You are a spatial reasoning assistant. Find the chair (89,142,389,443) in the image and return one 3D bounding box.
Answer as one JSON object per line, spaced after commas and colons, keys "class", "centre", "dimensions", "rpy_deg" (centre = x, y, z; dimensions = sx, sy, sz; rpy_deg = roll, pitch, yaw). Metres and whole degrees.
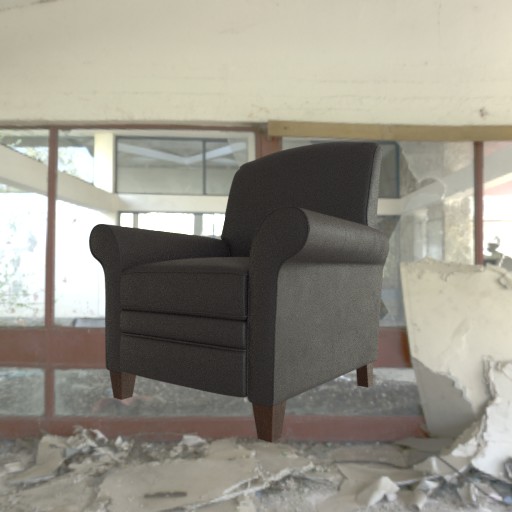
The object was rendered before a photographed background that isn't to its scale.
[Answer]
{"class": "chair", "centre": [0.000, 0.000, 1.781], "dimensions": [0.978, 1.061, 0.902], "rpy_deg": [-1, -2, 36]}
